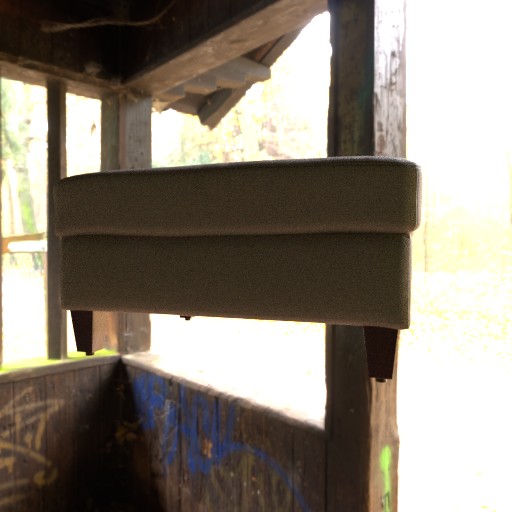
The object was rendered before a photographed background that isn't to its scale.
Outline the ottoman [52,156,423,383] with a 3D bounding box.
[{"bbox_3d":[0.000,0.000,1.308,0.902,0.511,0.692,0,1,18],"label":"ottoman"}]
